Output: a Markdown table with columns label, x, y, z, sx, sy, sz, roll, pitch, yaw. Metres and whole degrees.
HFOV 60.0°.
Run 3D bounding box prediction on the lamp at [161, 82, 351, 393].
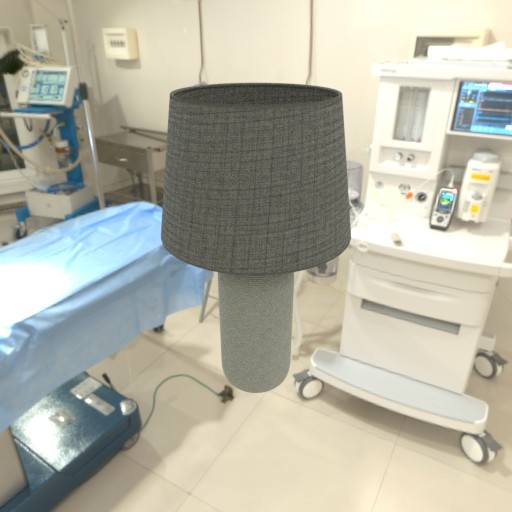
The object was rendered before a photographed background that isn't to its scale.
| label | x | y | z | sx | sy | sz | roll | pitch | yaw |
| --- | --- | --- | --- | --- | --- | --- | --- | --- | --- |
| lamp | 0.000 | 0.000 | 0.614 | 0.251 | 0.429 | 0.251 | 0 | 27 | 0 |
